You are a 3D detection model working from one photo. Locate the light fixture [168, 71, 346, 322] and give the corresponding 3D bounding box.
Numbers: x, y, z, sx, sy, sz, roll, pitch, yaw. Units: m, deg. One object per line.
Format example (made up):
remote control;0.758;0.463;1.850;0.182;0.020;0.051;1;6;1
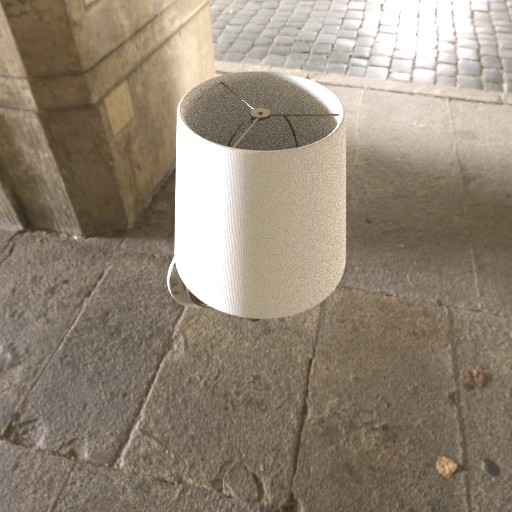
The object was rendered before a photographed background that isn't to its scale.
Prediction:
light fixture;0.000;0.000;0.461;0.168;0.337;0.188;-24;50;-22
